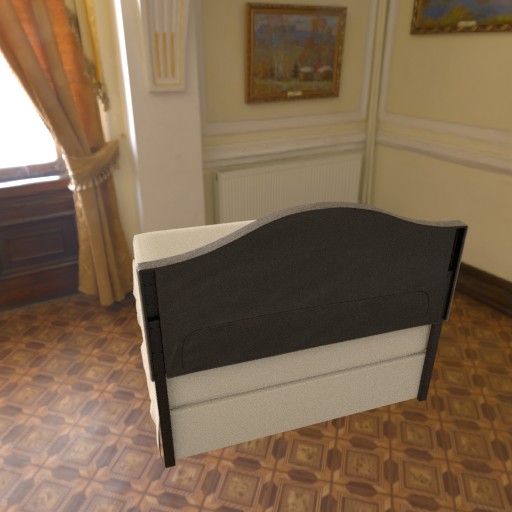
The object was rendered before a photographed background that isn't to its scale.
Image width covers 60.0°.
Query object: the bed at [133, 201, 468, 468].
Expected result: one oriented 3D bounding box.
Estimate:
[{"bbox_3d":[0.000,0.000,2.935,1.610,1.295,1.870,-8,26,-16],"label":"bed"}]
